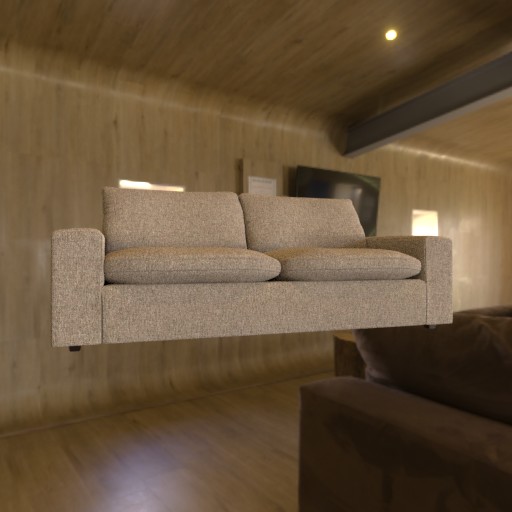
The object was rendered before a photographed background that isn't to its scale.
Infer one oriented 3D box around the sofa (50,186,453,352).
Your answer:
[{"bbox_3d":[0.000,0.000,2.821,2.299,0.922,1.040,0,0,-19],"label":"sofa"}]
